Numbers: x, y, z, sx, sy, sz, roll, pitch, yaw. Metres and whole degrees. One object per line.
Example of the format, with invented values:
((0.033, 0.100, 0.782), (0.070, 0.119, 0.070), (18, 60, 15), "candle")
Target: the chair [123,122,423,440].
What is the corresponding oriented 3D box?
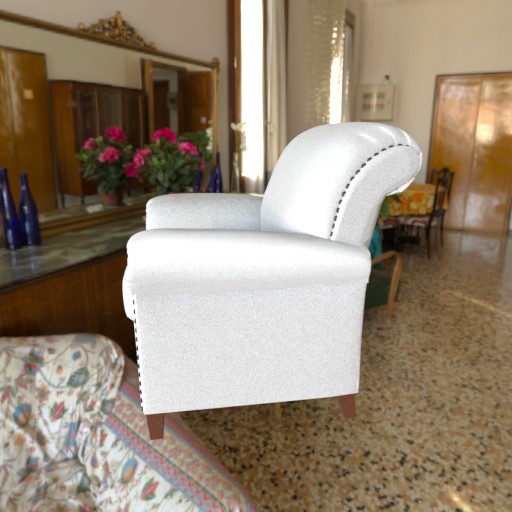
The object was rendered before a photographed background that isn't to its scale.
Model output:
((0.000, 0.000, 1.605), (0.890, 0.927, 0.854), (-2, 16, -9), "chair")
